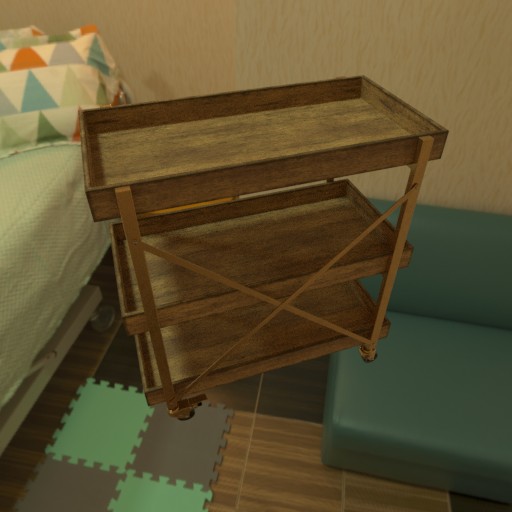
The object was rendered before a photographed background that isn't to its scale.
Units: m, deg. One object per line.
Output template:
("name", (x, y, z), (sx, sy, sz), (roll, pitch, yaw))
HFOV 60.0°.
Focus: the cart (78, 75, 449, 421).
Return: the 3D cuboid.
("cart", (0.000, 0.000, 1.249), (0.750, 0.799, 0.416), (-12, 42, -14))
